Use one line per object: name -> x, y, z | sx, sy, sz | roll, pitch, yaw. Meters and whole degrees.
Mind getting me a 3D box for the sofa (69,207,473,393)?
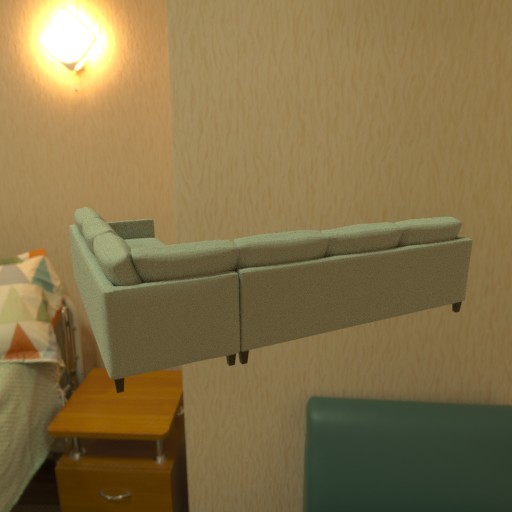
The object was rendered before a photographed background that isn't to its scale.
sofa -> 0.000, 0.000, 4.515 | 3.333, 0.934, 2.522 | -7, 16, -26
